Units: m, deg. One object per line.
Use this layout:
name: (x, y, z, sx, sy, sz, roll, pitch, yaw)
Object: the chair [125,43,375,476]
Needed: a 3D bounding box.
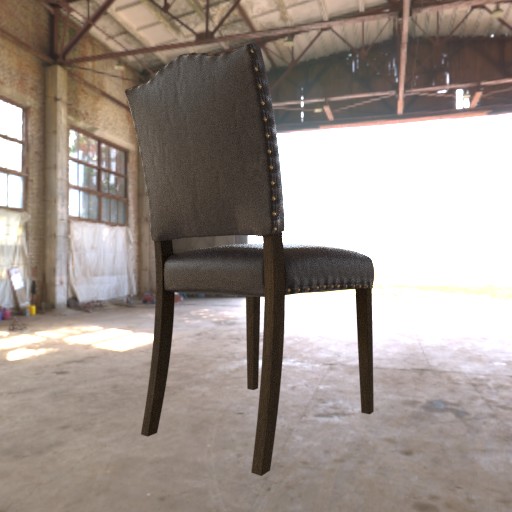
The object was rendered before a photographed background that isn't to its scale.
chair: (0.000, 0.000, 1.322, 0.500, 0.991, 0.633, -1, -1, 36)
